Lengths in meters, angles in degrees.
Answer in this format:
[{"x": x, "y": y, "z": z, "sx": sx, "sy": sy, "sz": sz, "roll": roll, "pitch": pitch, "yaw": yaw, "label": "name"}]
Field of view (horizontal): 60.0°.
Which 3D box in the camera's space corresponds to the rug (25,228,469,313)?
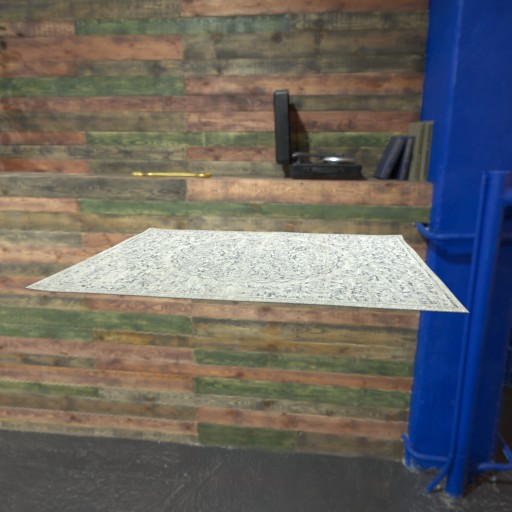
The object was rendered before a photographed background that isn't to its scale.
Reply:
[{"x": 0.000, "y": 0.000, "z": 3.979, "sx": 2.925, "sy": 0.026, "sz": 2.343, "roll": 2, "pitch": 14, "yaw": 8, "label": "rug"}]
